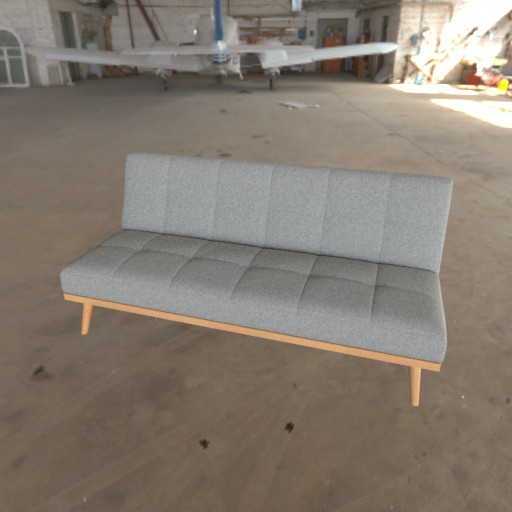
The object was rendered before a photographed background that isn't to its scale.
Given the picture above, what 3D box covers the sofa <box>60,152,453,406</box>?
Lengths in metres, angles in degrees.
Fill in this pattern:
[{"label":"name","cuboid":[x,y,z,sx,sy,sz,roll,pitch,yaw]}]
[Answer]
[{"label":"sofa","cuboid":[0.000,0.000,2.266,1.820,0.800,0.800,8,28,16]}]
